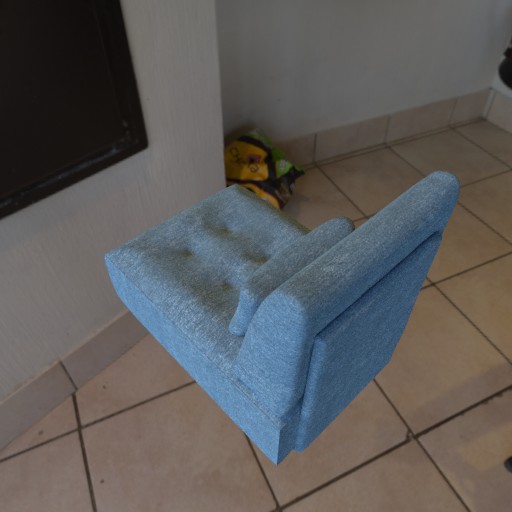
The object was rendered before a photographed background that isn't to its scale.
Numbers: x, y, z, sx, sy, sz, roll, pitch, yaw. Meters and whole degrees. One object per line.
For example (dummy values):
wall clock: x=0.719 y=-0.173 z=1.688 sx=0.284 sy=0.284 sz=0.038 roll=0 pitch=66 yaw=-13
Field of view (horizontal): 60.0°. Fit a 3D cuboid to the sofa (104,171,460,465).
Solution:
sofa: x=0.000 y=0.000 z=1.559 sx=0.700 sy=0.820 sz=1.000 roll=-34 pitch=54 yaw=-29
